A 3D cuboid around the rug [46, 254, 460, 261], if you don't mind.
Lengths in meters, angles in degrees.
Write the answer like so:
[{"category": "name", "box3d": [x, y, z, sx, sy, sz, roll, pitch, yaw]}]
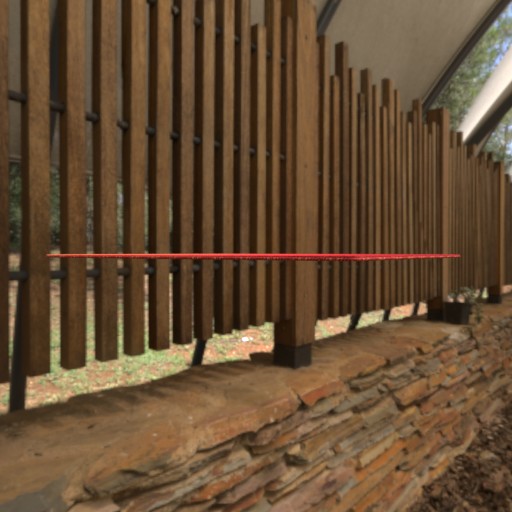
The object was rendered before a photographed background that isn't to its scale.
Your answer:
[{"category": "rug", "box3d": [0.000, 0.000, 3.944, 2.905, 0.028, 2.340, 0, 1, 36]}]
